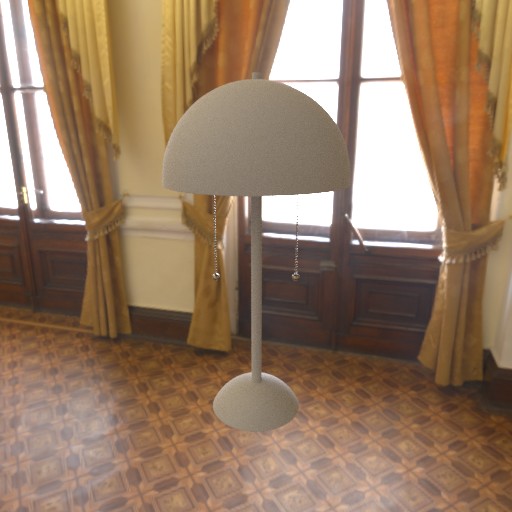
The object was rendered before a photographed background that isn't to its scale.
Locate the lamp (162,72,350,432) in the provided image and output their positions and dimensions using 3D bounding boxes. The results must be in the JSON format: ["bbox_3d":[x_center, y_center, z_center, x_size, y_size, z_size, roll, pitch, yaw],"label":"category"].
[{"bbox_3d":[0.000,0.000,0.430,0.171,0.330,0.171,0,16,0],"label":"lamp"}]
